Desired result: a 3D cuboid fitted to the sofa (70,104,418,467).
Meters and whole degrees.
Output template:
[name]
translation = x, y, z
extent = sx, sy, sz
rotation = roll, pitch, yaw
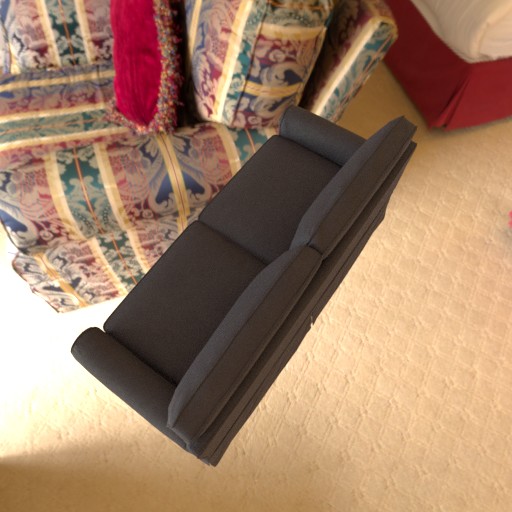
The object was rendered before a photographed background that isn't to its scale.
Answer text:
[sofa]
translation = 0.000, 0.000, 2.769
extent = 0.983, 1.094, 2.256
rotation = 32, 68, 15
